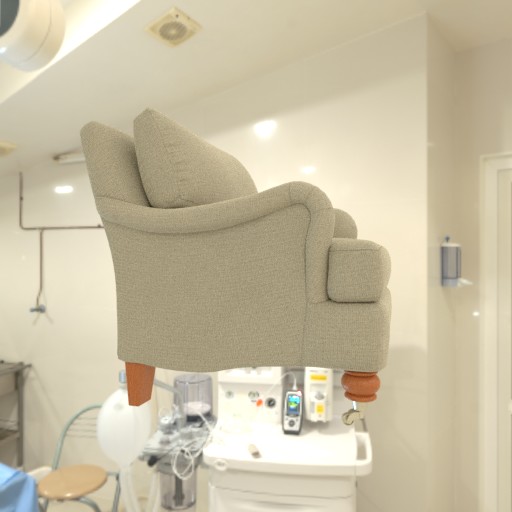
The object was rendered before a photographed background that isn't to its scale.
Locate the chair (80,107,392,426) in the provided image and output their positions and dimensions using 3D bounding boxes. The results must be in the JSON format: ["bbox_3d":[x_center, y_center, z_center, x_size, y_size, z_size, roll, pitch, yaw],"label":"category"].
[{"bbox_3d":[0.000,0.000,1.834,1.070,1.038,0.955,0,0,17],"label":"chair"}]
